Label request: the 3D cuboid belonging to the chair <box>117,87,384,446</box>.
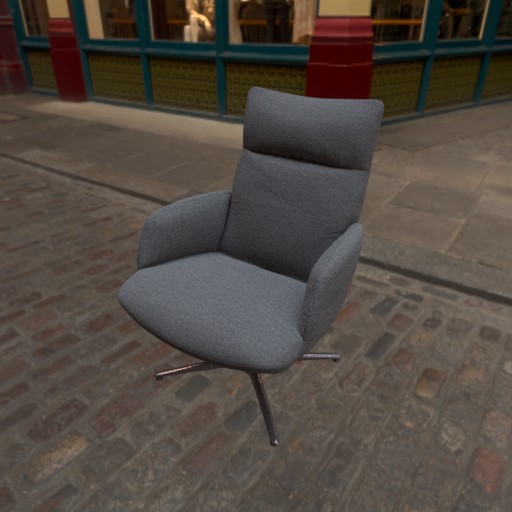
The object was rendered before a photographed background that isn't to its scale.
[{"bbox_3d":[0.000,0.000,1.541,0.702,0.984,0.831,18,34,29],"label":"chair"}]
